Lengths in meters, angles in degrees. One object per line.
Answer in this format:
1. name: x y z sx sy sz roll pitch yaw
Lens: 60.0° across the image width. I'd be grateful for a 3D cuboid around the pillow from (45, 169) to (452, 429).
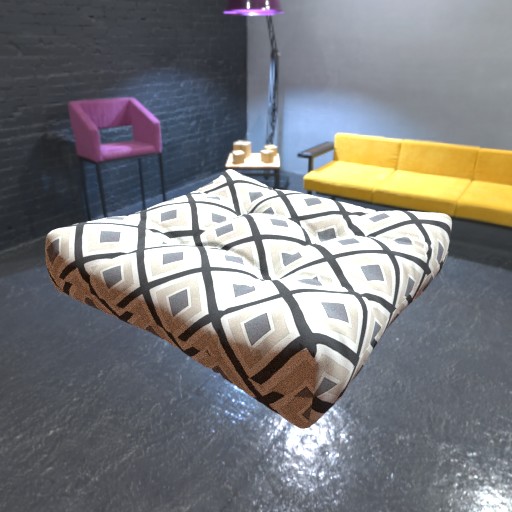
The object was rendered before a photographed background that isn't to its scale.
1. pillow: 0.000 0.000 0.714 0.490 0.128 0.468 18 31 32
